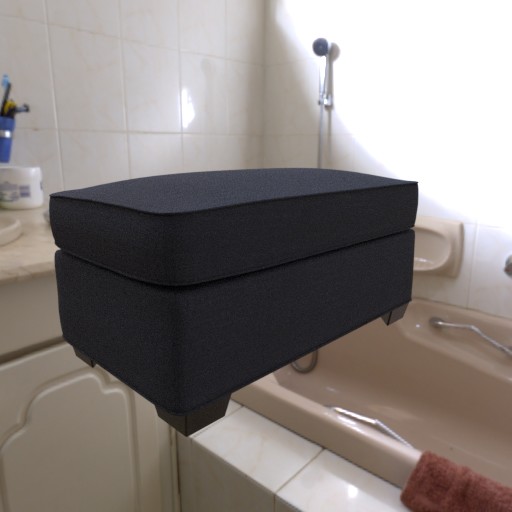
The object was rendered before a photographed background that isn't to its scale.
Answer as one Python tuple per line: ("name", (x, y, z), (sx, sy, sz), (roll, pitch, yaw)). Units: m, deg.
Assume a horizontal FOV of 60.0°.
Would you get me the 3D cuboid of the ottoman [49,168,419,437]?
("ottoman", (0.000, 0.000, 1.179), (0.505, 0.453, 0.895), (13, 19, 43))
